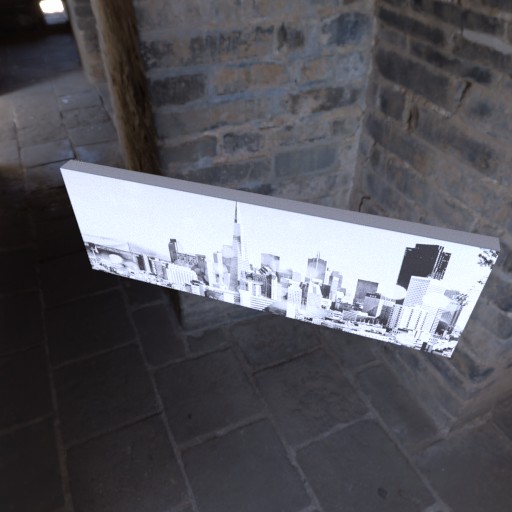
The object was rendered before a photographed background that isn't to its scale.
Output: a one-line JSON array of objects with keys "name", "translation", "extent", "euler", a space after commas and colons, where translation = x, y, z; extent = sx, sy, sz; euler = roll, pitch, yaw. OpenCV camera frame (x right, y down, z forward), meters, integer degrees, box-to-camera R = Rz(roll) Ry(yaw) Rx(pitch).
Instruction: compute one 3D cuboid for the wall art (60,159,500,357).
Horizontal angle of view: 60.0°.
[{"name": "wall art", "translation": [0.000, 0.000, 0.837], "extent": [0.766, 0.256, 0.036], "euler": [12, 42, 14]}]
